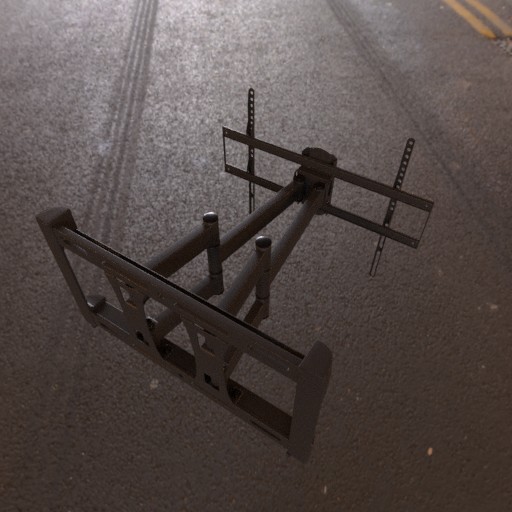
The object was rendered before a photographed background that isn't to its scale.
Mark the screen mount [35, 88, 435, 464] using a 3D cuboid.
[{"bbox_3d":[0.000,0.000,1.104,0.661,0.491,0.644,26,52,22],"label":"screen mount"}]
